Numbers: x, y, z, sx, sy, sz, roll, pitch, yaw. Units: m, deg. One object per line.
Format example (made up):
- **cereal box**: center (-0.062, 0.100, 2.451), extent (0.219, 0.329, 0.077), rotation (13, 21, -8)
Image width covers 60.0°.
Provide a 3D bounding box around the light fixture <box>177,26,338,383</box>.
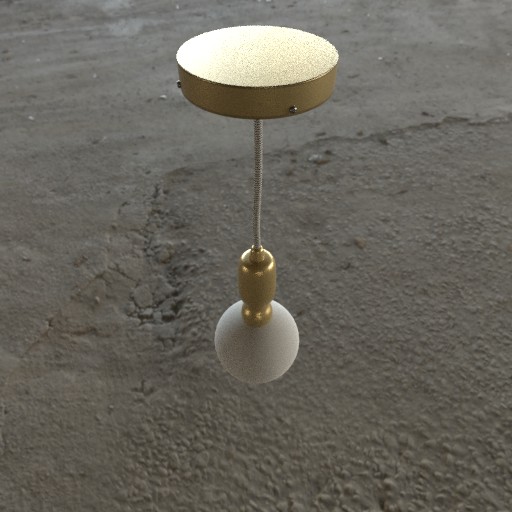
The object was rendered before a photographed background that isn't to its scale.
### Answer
- **light fixture**: center (0.000, 0.000, 0.574), extent (0.146, 0.510, 0.147), rotation (-10, 45, -10)
